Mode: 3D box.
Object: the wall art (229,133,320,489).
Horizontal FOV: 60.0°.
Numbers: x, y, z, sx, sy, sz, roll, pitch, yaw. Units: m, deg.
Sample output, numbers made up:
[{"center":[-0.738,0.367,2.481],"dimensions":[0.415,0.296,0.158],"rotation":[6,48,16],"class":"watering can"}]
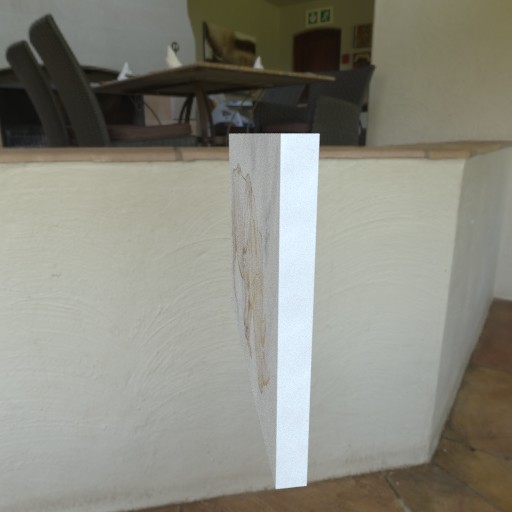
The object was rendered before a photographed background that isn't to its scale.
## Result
[{"center":[0.000,0.000,0.766],"dimensions":[0.038,0.407,0.609],"rotation":[-2,16,-8],"class":"wall art"}]
